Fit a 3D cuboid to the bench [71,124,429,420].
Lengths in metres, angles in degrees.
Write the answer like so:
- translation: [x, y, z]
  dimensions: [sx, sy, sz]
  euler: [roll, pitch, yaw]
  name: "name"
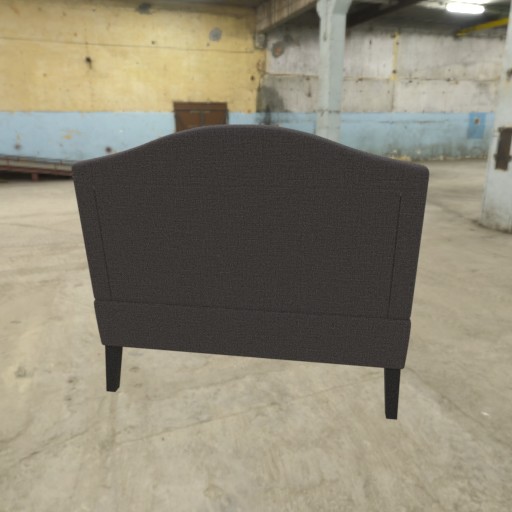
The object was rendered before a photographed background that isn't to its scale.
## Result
- translation: [0.000, 0.000, 2.088]
  dimensions: [1.335, 1.180, 0.815]
  euler: [3, 16, 9]
  name: "bench"
